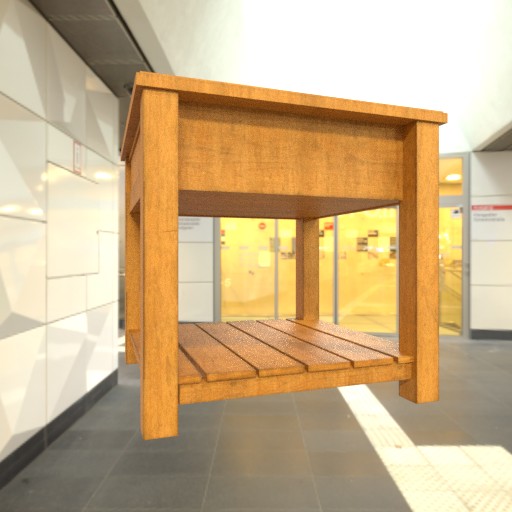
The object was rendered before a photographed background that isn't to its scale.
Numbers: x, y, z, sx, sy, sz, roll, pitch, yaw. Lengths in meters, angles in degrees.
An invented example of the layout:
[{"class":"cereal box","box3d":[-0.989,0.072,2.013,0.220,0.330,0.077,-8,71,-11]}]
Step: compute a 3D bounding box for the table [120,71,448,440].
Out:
[{"class":"table","box3d":[0.000,0.000,1.092,0.616,0.593,0.612,0,0,-19]}]
